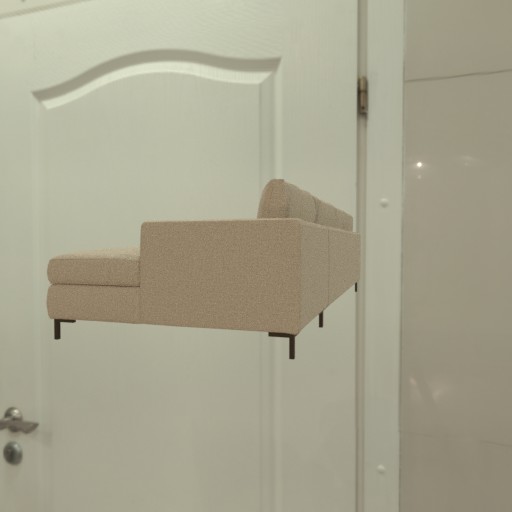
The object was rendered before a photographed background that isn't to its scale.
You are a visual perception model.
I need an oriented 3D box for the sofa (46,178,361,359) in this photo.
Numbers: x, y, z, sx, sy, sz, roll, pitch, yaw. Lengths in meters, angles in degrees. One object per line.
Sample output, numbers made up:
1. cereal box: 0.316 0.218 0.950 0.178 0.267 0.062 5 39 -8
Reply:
1. sofa: 0.000 0.000 3.215 1.258 0.755 2.731 1 2 18
